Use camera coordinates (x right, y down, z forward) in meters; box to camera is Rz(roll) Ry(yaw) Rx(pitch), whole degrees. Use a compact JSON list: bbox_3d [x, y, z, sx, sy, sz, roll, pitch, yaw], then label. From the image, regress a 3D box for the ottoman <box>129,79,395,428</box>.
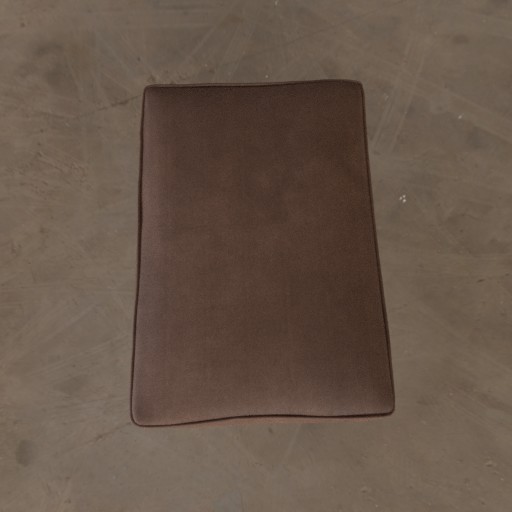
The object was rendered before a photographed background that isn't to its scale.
[{"bbox_3d":[0.000,0.000,1.239,0.596,0.481,0.860,-2,76,0],"label":"ottoman"}]
